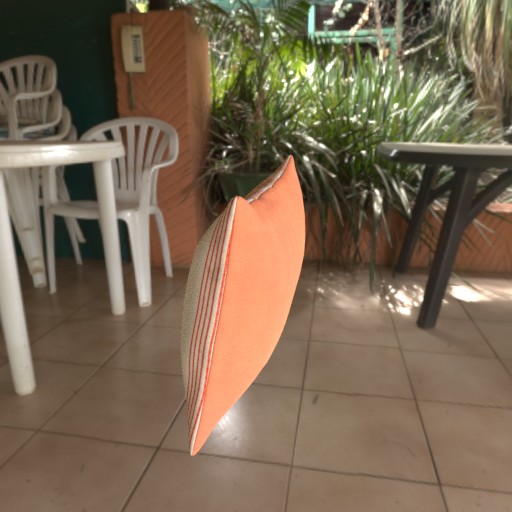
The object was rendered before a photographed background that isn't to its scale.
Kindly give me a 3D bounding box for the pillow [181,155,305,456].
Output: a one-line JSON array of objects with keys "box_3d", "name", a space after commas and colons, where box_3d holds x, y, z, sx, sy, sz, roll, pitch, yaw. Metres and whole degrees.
[{"box_3d": [0.000, 0.000, 0.731, 0.156, 0.292, 0.608, 2, 16, 9], "name": "pillow"}]
